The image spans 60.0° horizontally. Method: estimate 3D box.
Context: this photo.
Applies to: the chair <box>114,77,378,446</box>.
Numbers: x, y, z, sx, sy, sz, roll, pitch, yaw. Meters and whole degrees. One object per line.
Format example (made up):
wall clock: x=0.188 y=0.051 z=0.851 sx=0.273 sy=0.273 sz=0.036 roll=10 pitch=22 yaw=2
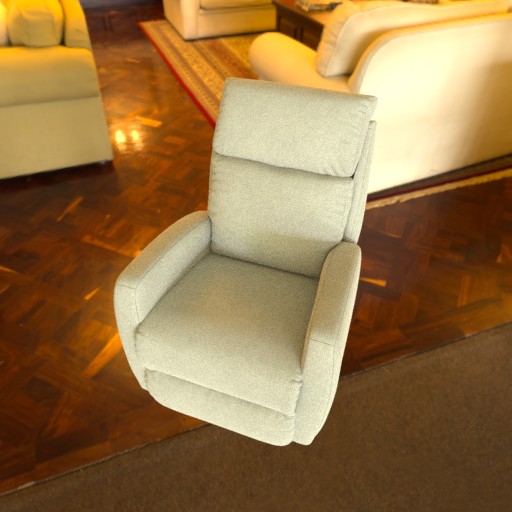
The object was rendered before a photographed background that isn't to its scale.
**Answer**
chair: x=0.000 y=0.000 z=1.679 sx=0.812 sy=1.015 sz=0.941 roll=14 pitch=43 yaw=15
